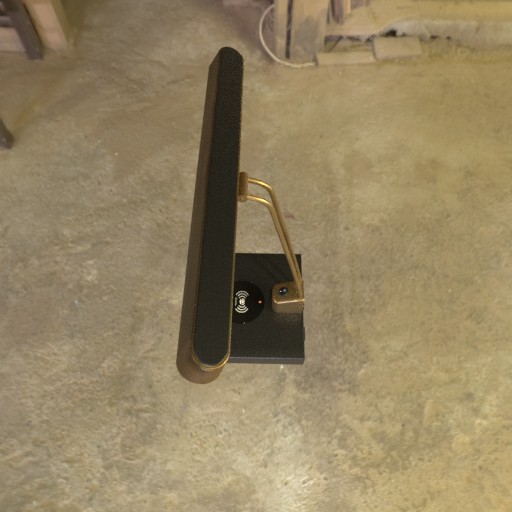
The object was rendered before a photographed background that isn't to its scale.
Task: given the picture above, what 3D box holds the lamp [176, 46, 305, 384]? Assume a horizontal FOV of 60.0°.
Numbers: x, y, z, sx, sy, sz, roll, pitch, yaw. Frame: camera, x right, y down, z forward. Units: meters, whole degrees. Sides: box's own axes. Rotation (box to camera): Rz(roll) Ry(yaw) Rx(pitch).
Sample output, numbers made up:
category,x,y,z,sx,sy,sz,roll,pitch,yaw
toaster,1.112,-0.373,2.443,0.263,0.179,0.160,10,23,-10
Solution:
category,x,y,z,sx,sy,sz,roll,pitch,yaw
lamp,0.000,0.000,0.590,0.156,0.345,0.412,1,59,1
